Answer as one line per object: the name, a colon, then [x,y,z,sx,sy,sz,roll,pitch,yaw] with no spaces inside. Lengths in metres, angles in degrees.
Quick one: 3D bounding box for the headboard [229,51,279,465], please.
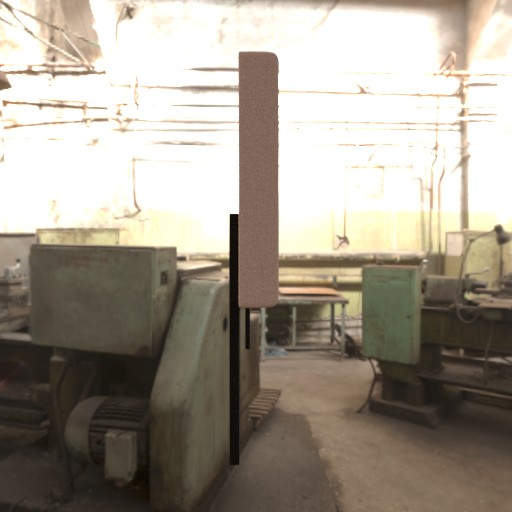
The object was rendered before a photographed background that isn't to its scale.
headboard: [0.000,0.000,2.629,0.184,1.524,2.051,0,2,0]
